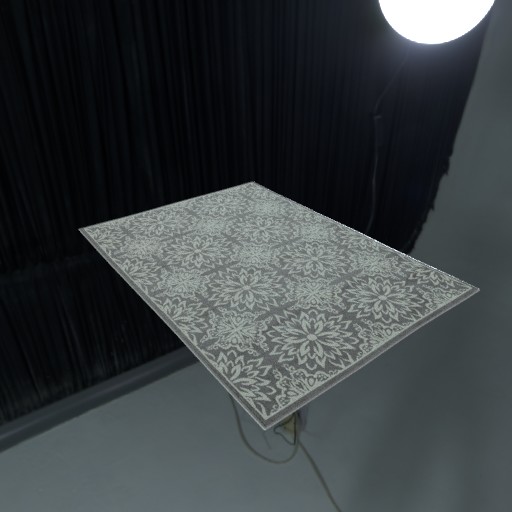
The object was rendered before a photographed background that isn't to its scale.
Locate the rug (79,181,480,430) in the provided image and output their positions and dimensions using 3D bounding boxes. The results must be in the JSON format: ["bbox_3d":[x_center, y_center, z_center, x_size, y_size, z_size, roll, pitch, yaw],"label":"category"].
[{"bbox_3d":[0.000,0.000,2.928,1.608,0.014,2.213,-21,36,-32],"label":"rug"}]
